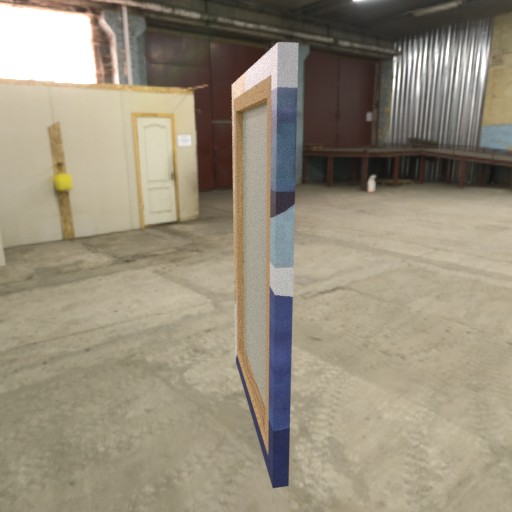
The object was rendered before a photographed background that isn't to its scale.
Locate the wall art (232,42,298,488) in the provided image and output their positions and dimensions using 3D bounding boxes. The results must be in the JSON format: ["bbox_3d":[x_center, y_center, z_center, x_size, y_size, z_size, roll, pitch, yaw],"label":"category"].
[{"bbox_3d":[0.000,0.000,1.163,0.039,0.911,0.607,-3,15,-10],"label":"wall art"}]
